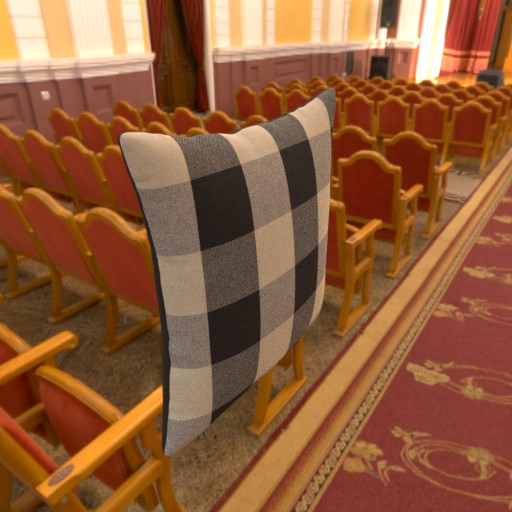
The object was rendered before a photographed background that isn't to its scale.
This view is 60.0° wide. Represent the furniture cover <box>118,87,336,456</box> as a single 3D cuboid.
[{"bbox_3d":[0.000,0.000,0.776,0.161,0.509,0.511,18,32,31],"label":"furniture cover"}]
